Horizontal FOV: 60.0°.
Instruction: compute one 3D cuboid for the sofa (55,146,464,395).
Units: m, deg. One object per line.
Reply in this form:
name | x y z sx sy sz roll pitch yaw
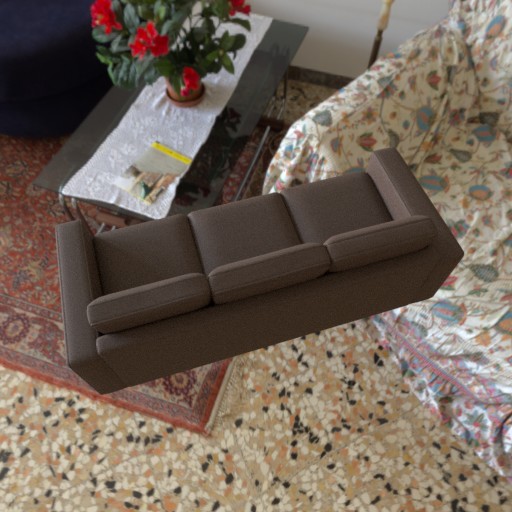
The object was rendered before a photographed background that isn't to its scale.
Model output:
sofa | 0.000 0.000 2.644 2.160 0.806 0.900 -15 59 -9
